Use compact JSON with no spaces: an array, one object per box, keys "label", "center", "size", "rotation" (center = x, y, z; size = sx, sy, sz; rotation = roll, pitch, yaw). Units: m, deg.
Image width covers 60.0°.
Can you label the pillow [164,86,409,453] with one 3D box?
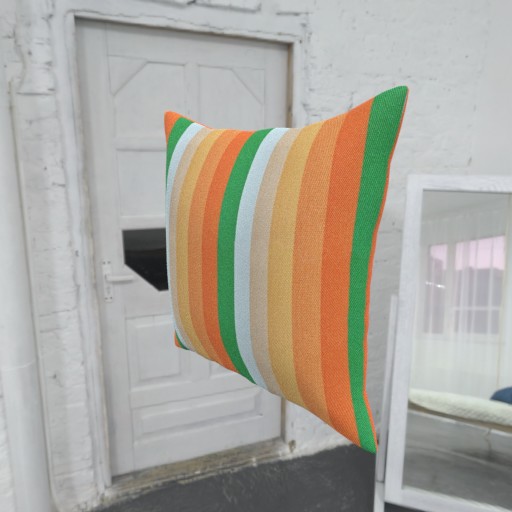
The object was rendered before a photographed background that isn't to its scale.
[{"label":"pillow","center":[0.000,0.000,0.669],"size":[0.169,0.444,0.453],"rotation":[-13,19,-43]}]
